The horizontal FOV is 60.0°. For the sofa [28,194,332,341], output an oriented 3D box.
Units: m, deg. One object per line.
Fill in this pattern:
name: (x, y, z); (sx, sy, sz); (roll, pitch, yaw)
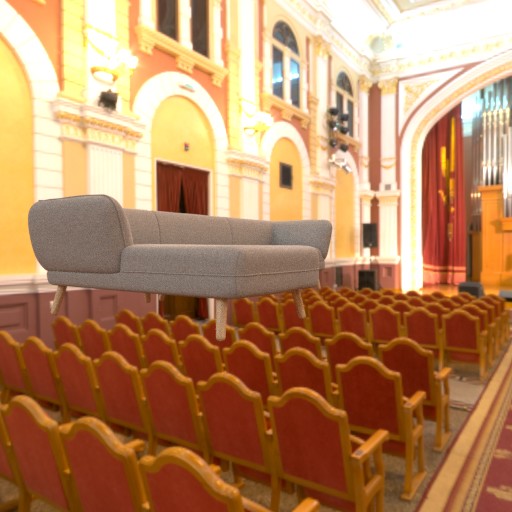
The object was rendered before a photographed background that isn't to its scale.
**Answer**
sofa: (0.000, 0.000, 3.305); (1.532, 0.693, 2.653); (1, 1, 35)
